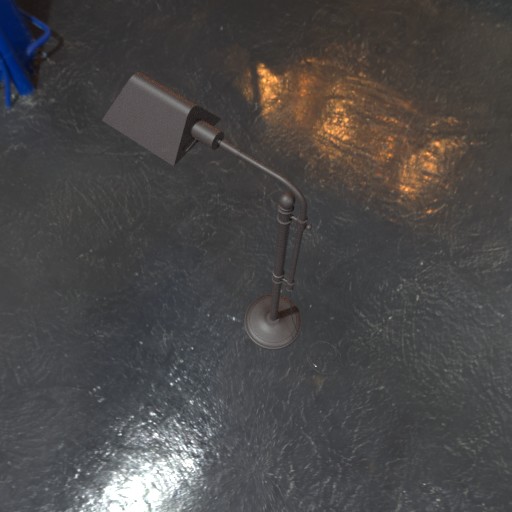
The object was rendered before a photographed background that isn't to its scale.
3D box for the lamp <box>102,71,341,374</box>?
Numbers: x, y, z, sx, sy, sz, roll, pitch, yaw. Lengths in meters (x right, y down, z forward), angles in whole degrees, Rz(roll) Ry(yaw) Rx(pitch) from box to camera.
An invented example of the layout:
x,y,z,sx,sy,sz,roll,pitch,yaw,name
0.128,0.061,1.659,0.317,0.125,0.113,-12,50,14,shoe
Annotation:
x,y,z,sx,sy,sz,roll,pitch,yaw,name
0.000,0.000,0.935,0.545,0.708,0.159,34,69,15,lamp
